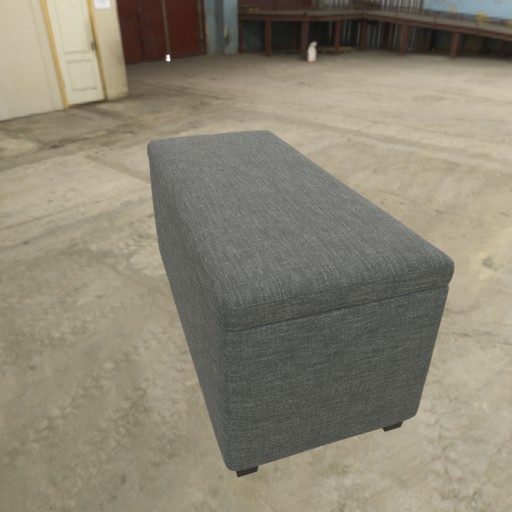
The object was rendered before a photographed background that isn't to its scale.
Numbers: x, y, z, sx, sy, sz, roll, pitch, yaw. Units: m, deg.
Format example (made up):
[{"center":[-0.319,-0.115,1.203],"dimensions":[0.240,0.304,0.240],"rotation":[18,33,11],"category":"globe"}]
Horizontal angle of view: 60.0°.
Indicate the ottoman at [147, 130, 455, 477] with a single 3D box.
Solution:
[{"center":[0.000,0.000,1.115],"dimensions":[0.419,0.432,0.902],"rotation":[-10,31,-16],"category":"ottoman"}]
